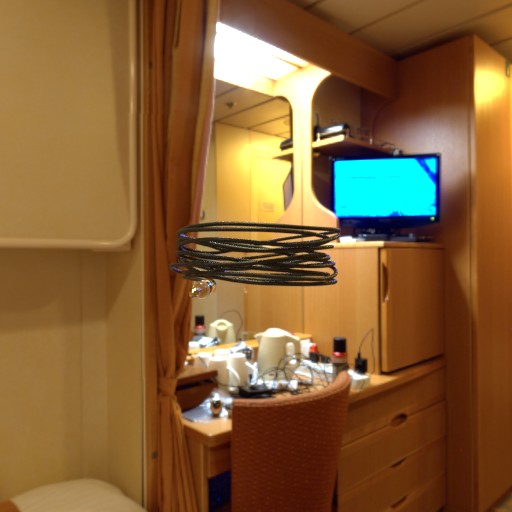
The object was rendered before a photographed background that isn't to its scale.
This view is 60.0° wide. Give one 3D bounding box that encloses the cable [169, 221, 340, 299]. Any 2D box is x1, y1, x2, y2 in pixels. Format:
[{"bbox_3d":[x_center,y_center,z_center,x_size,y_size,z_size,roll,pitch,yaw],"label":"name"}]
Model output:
[{"bbox_3d":[0.000,0.000,0.505,0.198,0.069,0.432,0,0,1],"label":"cable"}]
